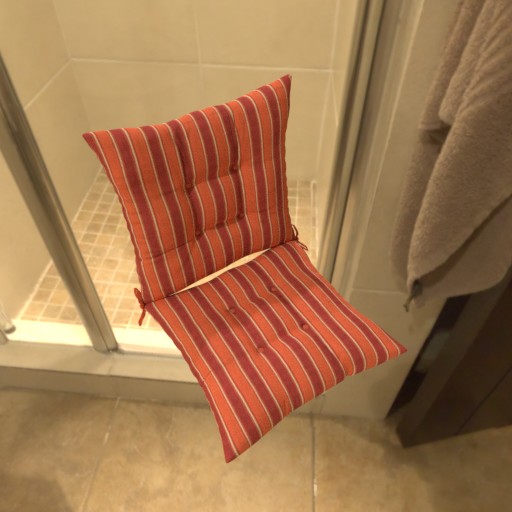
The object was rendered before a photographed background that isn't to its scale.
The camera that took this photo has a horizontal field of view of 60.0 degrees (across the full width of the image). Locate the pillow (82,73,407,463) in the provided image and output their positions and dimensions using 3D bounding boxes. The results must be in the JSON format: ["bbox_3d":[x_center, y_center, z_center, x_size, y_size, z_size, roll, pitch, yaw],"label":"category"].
[{"bbox_3d":[0.000,0.000,1.003,0.541,0.536,0.585,-24,51,-22],"label":"pillow"}]
